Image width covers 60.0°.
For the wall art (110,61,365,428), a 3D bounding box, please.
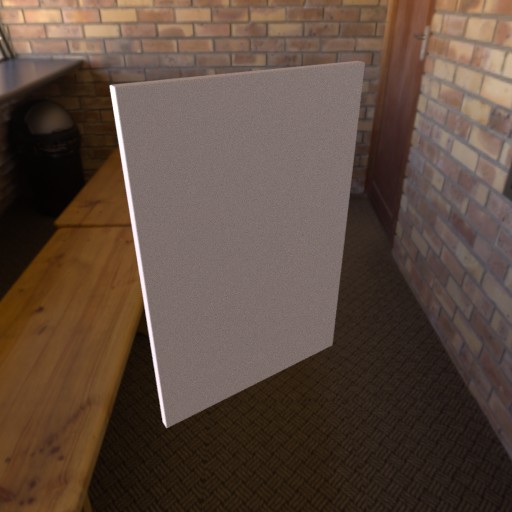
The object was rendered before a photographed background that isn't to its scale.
[{"bbox_3d":[0.000,0.000,1.526,0.808,1.183,0.038,-19,35,-29],"label":"wall art"}]
